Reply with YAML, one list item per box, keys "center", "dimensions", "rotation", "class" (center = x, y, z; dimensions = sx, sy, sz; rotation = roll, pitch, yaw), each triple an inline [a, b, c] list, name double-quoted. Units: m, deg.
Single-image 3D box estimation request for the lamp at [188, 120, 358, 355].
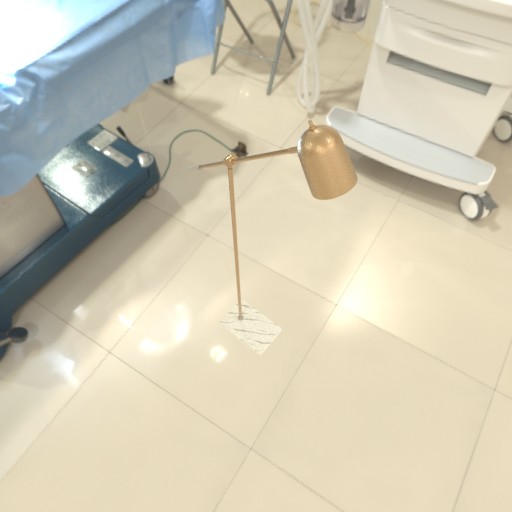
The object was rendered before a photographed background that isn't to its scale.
- center: [0.000, 0.000, 1.818]
  dimensions: [0.653, 1.594, 0.194]
  rotation: [35, 64, 20]
  class: "lamp"
